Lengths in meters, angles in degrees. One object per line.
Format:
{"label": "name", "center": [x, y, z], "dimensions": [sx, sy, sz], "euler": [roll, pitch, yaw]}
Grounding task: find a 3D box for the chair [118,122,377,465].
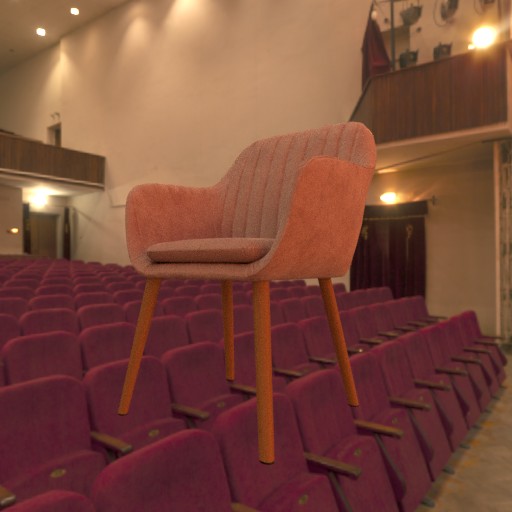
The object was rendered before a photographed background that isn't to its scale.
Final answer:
{"label": "chair", "center": [0.000, 0.000, 1.244], "dimensions": [0.610, 0.832, 0.570], "euler": [-1, -1, 37]}
